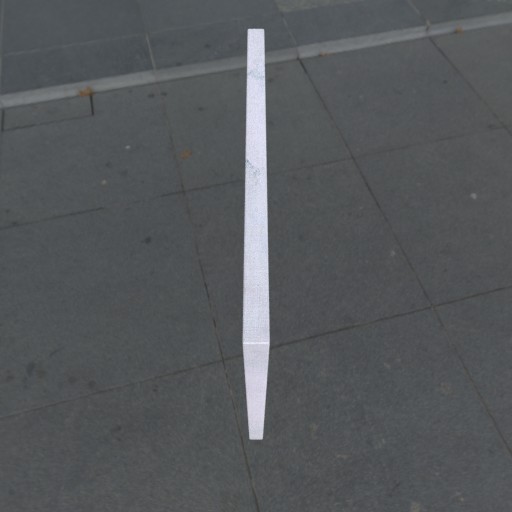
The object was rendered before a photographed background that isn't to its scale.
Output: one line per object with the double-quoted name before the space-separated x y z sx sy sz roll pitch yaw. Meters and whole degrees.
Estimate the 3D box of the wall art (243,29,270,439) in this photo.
"wall art" 0.000 0.000 1.145 0.038 0.762 0.762 0 58 0
